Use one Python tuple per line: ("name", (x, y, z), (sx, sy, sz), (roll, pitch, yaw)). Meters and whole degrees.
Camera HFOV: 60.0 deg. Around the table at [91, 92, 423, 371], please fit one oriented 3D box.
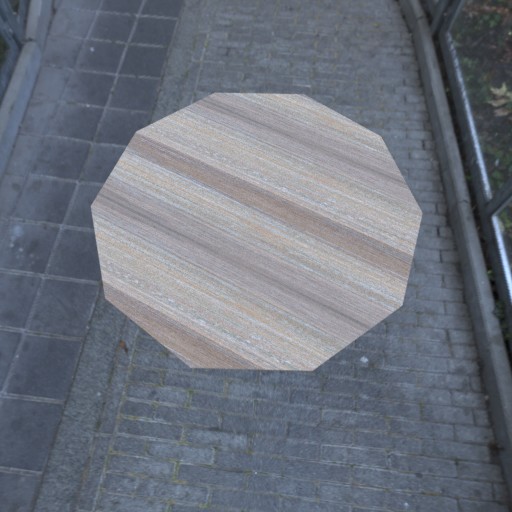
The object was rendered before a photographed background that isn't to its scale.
("table", (0.000, 0.000, 1.922), (1.186, 0.752, 1.186), (0, 64, 0))
